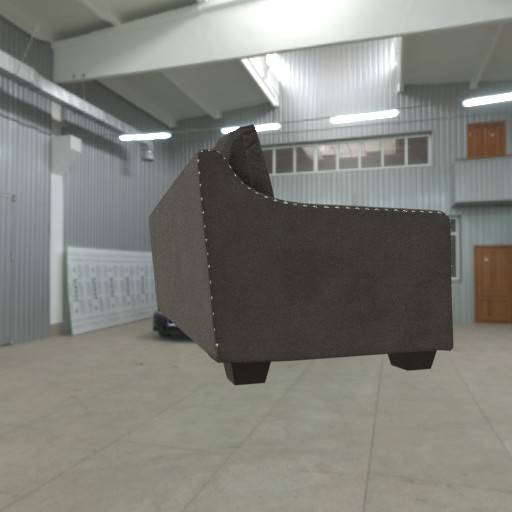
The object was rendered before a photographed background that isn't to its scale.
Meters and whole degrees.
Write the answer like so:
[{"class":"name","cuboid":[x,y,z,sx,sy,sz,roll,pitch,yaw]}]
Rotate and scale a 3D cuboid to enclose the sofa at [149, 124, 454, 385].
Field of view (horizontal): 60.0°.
[{"class":"sofa","cuboid":[0.000,0.000,3.225,1.336,1.196,2.550,1,-2,-18]}]
